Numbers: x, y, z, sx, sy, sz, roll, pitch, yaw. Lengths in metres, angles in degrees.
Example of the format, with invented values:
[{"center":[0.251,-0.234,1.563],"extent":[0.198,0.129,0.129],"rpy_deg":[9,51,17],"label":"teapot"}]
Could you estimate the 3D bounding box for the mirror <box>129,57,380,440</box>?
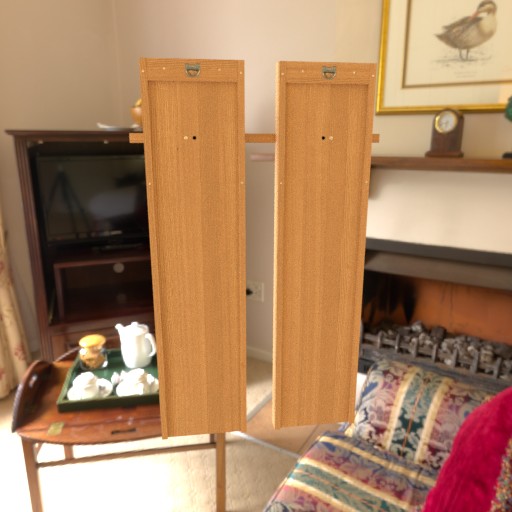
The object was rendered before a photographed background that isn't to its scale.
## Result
[{"center":[0.000,0.000,1.579],"extent":[0.800,1.250,0.260],"rpy_deg":[-2,15,-8],"label":"mirror"}]
